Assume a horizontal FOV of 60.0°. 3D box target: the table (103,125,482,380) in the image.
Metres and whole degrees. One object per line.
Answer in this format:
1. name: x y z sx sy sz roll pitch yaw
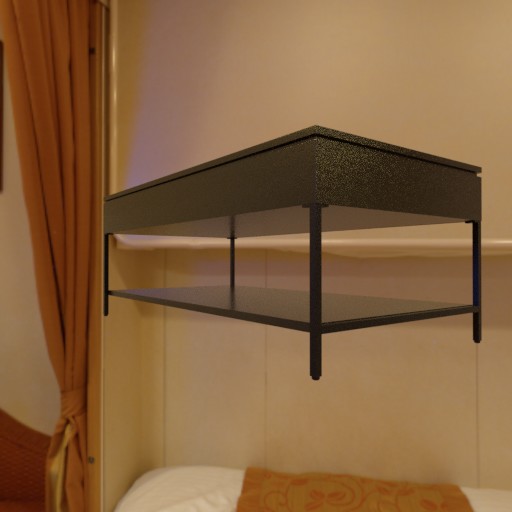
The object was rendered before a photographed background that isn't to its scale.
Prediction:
1. table: 0.000 0.000 1.359 0.574 0.435 1.095 0 -1 -37
